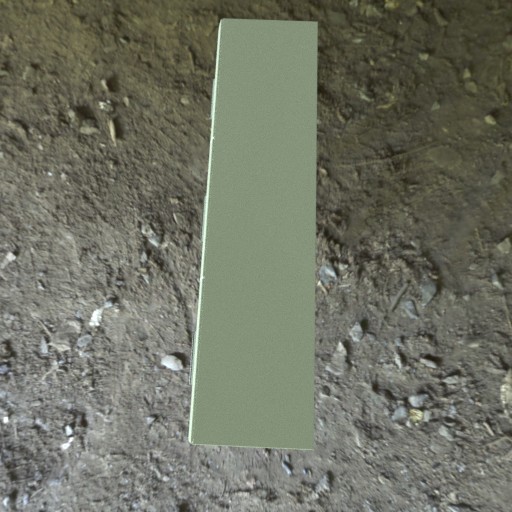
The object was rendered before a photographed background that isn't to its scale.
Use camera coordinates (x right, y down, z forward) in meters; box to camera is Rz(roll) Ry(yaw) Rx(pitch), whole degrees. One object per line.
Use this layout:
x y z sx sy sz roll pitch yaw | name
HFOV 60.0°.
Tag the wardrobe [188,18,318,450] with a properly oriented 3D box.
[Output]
0.000 0.000 1.911 0.360 1.200 1.340 2 76 1 | wardrobe
